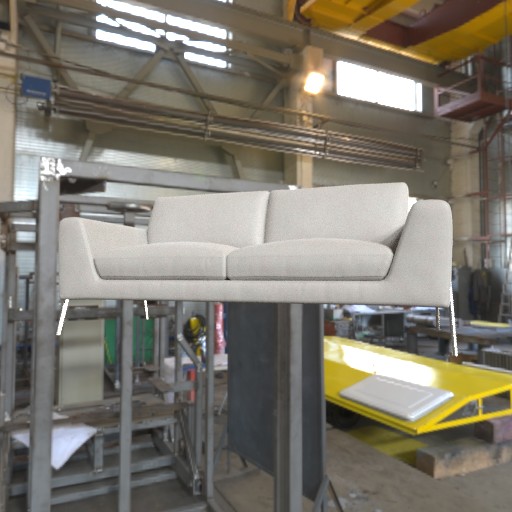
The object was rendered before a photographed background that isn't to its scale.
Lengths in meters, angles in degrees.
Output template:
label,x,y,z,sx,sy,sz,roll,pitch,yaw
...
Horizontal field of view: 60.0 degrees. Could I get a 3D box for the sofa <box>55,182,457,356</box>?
label,x,y,z,sx,sy,sz,roll,pitch,yaw
sofa,0.000,0.000,2.561,2.017,0.875,0.953,-1,-3,18
